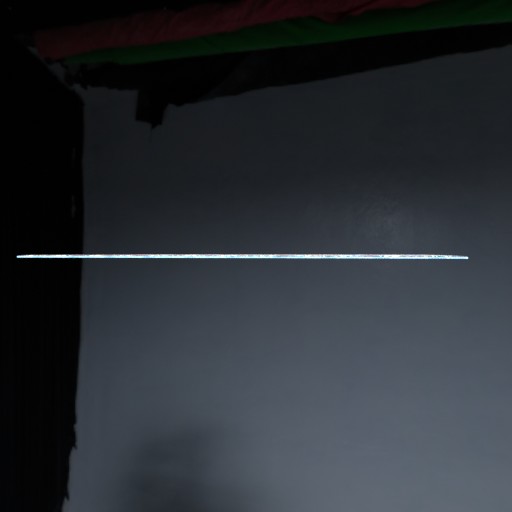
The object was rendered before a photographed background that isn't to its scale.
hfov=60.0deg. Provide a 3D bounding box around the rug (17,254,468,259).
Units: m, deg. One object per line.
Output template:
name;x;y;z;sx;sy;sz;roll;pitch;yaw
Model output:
rug;0.000;0.000;2.808;2.207;0.014;1.567;0;0;16
